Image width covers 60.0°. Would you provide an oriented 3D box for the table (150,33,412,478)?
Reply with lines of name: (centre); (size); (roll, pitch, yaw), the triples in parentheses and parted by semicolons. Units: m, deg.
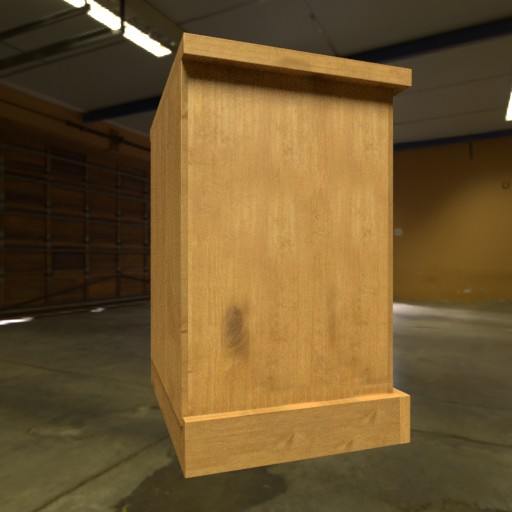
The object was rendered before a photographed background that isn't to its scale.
table: (0.000, 0.000, 1.198); (0.500, 0.813, 0.660); (0, 0, -19)
